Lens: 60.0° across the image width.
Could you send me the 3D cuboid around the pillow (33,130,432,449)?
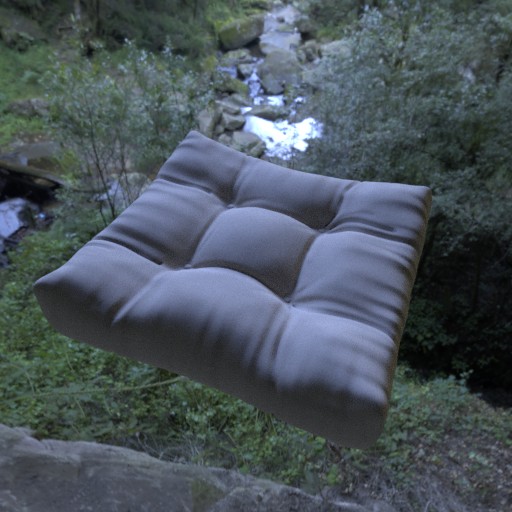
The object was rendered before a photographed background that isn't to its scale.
[{"bbox_3d":[0.000,0.000,0.710,0.490,0.128,0.468,17,48,16],"label":"pillow"}]
